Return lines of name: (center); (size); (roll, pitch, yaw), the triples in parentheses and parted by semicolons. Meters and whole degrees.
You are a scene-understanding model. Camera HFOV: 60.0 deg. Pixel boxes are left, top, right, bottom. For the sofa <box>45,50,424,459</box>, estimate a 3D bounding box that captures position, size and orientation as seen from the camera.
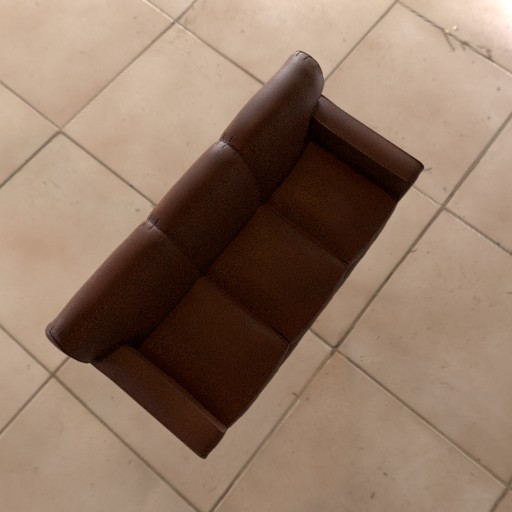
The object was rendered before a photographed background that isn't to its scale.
sofa: (0.000, 0.000, 2.589); (1.008, 0.953, 2.039); (37, 78, 9)
